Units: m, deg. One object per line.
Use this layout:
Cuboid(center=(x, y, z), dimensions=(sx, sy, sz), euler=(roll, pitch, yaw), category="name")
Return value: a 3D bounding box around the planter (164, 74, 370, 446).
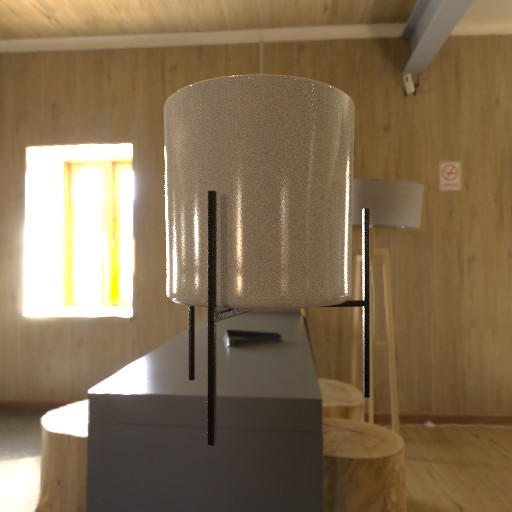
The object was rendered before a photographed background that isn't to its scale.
Cuboid(center=(0.000, 0.000, 0.647), dimensions=(0.307, 0.431, 0.308), euler=(0, -1, 19), category="planter")
